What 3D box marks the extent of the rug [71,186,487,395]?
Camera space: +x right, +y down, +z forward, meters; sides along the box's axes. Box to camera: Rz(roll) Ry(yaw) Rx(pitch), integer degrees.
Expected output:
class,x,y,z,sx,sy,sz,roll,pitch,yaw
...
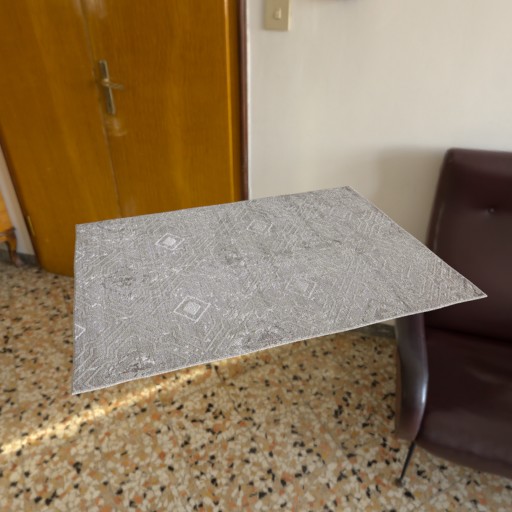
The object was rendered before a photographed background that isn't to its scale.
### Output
class,x,y,z,sx,sy,sz,roll,pitch,yaw
rug,0.000,0.000,4.310,3.359,0.020,2.448,-10,34,-15
